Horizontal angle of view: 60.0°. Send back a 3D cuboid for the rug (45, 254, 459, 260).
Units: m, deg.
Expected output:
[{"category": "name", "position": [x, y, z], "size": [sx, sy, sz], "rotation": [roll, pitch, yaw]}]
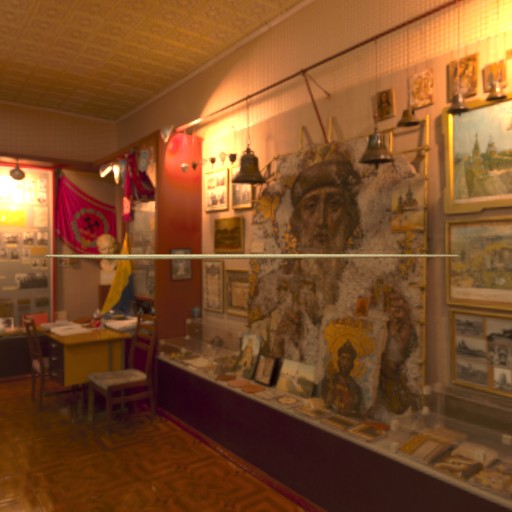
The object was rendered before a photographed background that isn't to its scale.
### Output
[{"category": "rug", "position": [0.000, 0.000, 3.514], "size": [2.746, 0.018, 1.819], "rotation": [0, 0, -36]}]
